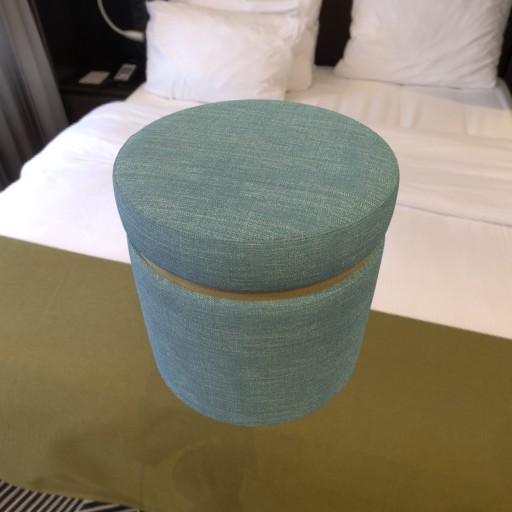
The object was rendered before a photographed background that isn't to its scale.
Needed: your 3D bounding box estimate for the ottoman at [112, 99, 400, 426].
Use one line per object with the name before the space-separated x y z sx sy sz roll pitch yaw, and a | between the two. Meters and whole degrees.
ottoman | 0.000 0.000 0.740 0.398 0.406 0.398 0 41 0
